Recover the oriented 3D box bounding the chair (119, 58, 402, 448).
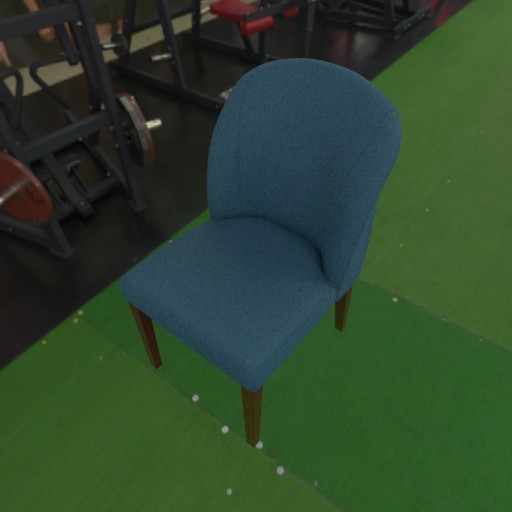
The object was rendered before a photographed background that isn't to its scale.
[{"bbox_3d":[0.000,0.000,1.247,0.507,0.879,0.620,30,52,26],"label":"chair"}]
